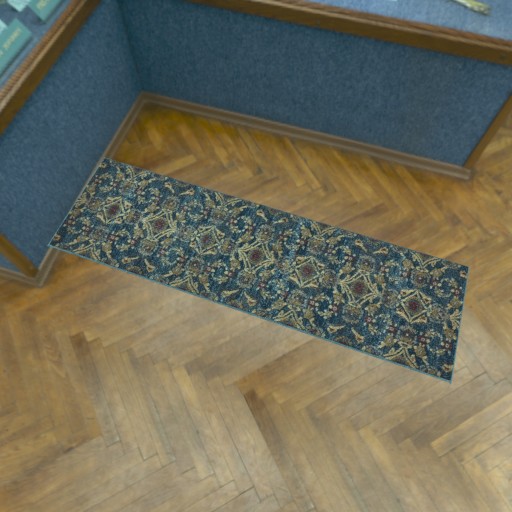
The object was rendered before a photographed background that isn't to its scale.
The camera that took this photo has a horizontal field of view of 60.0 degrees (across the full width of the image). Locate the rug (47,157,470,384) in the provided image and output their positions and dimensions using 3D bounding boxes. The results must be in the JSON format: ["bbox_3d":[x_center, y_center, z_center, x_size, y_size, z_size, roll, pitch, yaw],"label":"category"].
[{"bbox_3d":[0.000,0.000,2.505,2.292,0.014,0.685,18,65,9],"label":"rug"}]
